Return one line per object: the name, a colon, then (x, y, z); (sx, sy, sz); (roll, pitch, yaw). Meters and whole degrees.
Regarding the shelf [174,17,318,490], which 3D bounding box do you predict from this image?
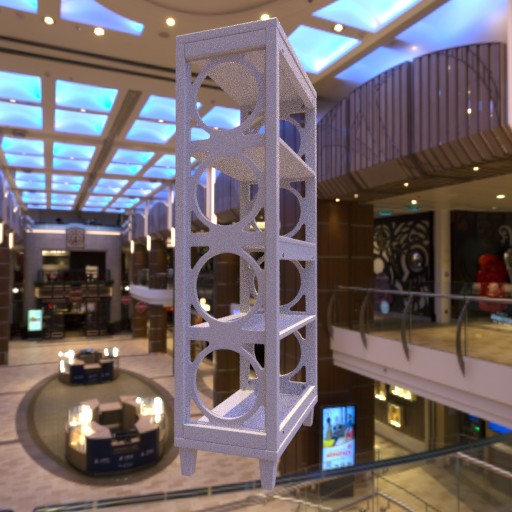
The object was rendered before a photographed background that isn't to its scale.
shelf: (0.000, 0.000, 1.649); (0.340, 1.411, 0.611); (0, -1, 19)
